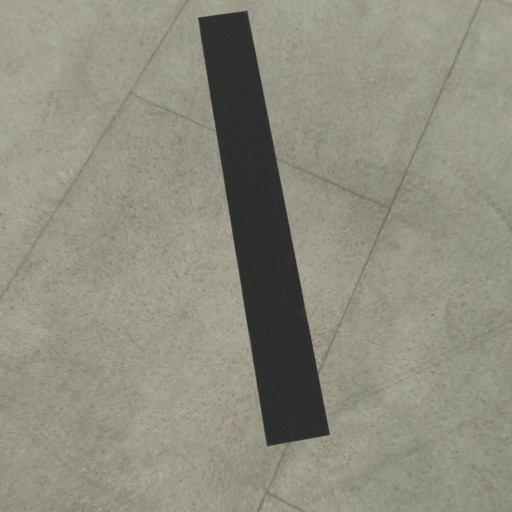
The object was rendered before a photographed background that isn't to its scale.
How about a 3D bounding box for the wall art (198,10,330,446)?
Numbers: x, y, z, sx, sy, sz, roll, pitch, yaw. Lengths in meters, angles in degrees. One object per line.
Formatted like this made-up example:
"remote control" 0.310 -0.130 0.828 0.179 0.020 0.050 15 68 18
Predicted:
"wall art" 0.000 0.000 0.446 0.038 0.305 0.305 -9 76 -2
